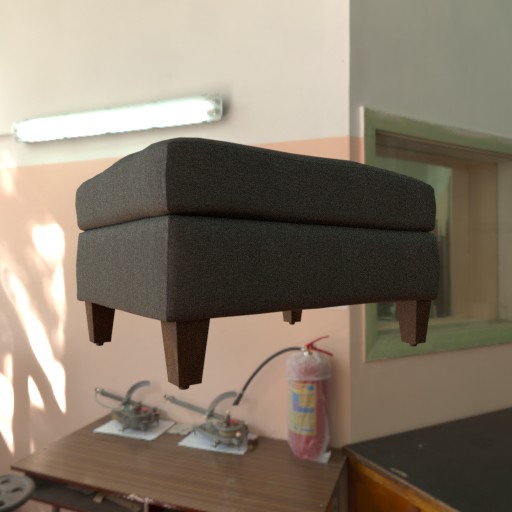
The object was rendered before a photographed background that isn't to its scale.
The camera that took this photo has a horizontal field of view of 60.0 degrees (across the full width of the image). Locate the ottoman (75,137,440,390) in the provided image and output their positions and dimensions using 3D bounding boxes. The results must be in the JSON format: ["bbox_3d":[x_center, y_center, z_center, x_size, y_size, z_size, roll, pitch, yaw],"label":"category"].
[{"bbox_3d":[0.000,0.000,1.224,0.826,0.496,0.639,1,-1,-36],"label":"ottoman"}]
